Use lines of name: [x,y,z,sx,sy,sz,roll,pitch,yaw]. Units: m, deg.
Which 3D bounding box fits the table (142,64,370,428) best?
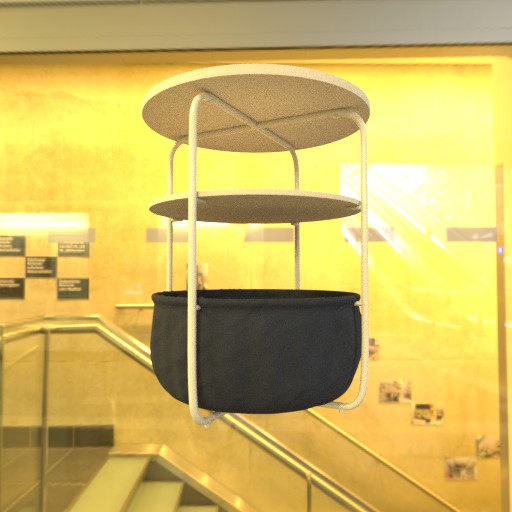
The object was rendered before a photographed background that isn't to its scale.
table: [0.000,0.000,0.829,0.418,0.532,0.418,1,-2,-17]
